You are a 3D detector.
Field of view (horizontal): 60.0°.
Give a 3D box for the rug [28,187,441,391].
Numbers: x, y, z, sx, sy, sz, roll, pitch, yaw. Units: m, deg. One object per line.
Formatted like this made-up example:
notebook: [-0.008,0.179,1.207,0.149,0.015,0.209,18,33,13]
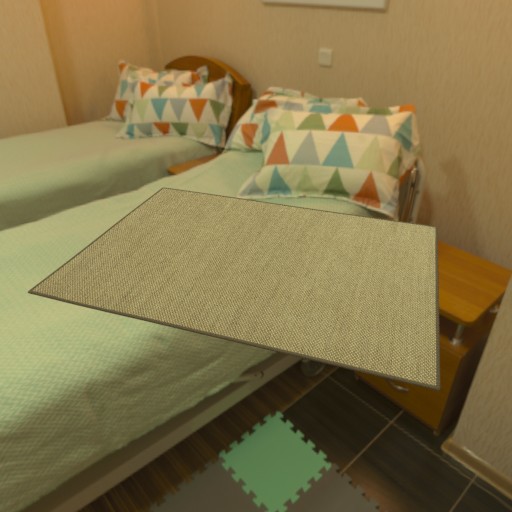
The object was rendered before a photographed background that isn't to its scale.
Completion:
rug: [0.000,0.000,2.738,2.133,0.012,1.523,10,33,16]
